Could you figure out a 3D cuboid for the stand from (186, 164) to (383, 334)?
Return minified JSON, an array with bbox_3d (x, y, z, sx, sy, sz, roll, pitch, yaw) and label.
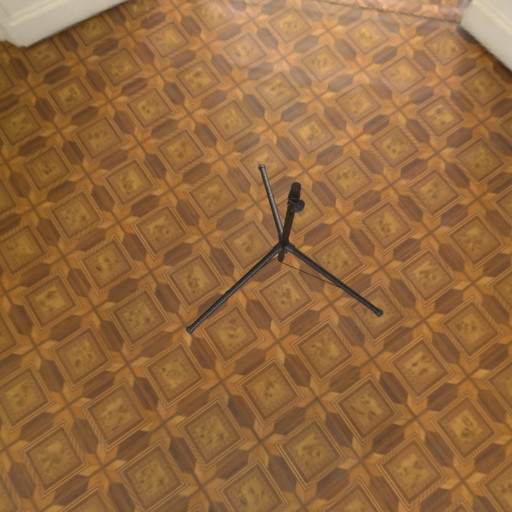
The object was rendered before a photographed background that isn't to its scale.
[{"bbox_3d":[0.000,0.000,2.792,1.339,1.595,1.596,-34,78,-8],"label":"stand"}]
